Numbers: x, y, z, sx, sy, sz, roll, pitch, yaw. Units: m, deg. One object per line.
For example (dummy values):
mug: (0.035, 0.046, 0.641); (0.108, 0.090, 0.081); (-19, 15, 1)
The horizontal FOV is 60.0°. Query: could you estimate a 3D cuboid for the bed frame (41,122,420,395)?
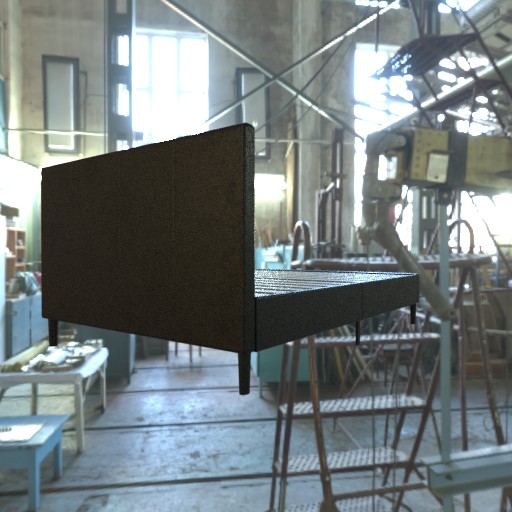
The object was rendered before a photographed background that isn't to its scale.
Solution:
bed frame: (0.000, 0.000, 3.212); (1.634, 1.127, 2.318); (1, 1, 37)
